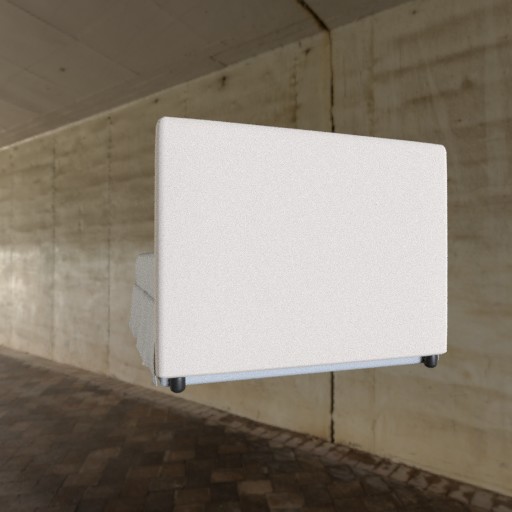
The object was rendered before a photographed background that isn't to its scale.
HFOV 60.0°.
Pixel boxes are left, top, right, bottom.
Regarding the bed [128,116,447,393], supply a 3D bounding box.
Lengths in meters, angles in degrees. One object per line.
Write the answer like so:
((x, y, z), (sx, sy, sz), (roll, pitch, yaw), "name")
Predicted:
((0.000, 0.000, 3.336), (1.748, 1.330, 2.142), (0, 0, -19), "bed")
